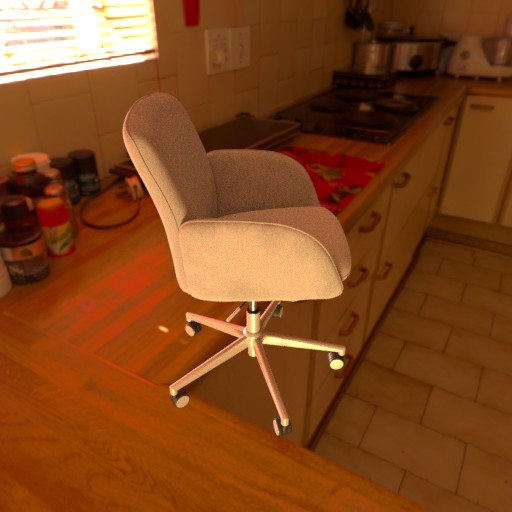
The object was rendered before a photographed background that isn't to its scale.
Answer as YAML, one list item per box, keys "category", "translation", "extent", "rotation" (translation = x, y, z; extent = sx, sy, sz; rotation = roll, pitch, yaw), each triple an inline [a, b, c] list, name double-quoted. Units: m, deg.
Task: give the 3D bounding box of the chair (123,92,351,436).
- category: "chair"
  translation: [0.000, 0.000, 1.420]
  extent: [0.654, 0.959, 0.648]
  rotation: [0, 31, 0]
